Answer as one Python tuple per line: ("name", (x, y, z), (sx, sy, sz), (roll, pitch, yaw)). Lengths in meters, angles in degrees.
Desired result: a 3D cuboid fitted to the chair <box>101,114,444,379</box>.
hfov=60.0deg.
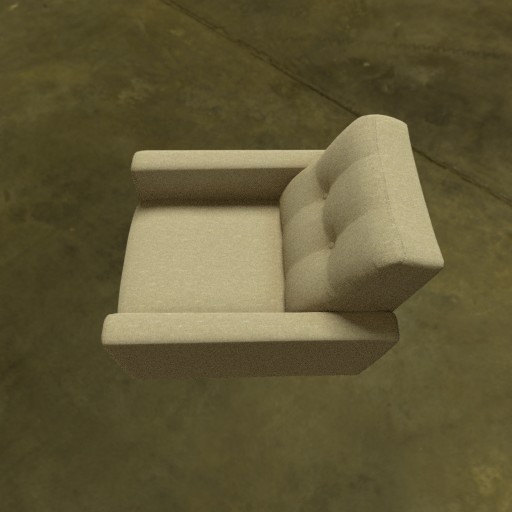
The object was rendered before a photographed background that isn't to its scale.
("chair", (0.000, 0.000, 1.859), (1.128, 0.965, 0.897), (-1, 59, 0))
